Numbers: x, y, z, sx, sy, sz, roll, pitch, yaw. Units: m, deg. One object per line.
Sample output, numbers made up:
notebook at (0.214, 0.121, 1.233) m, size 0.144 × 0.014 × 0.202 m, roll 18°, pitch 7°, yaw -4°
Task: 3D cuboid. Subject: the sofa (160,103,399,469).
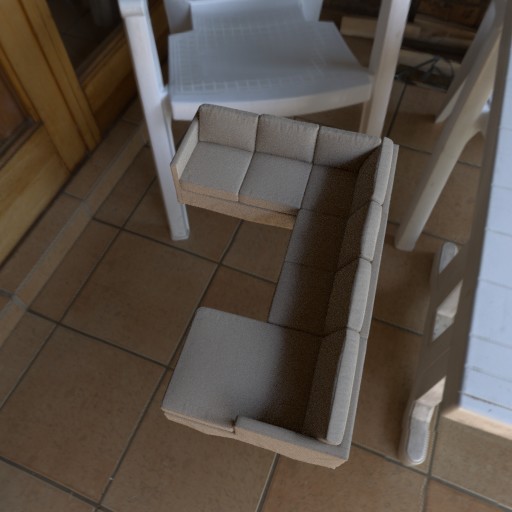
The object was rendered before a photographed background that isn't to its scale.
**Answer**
sofa at (0.000, 0.000, 4.590) m, size 2.427 × 0.882 × 3.460 m, roll 14°, pitch 60°, yaw 8°
